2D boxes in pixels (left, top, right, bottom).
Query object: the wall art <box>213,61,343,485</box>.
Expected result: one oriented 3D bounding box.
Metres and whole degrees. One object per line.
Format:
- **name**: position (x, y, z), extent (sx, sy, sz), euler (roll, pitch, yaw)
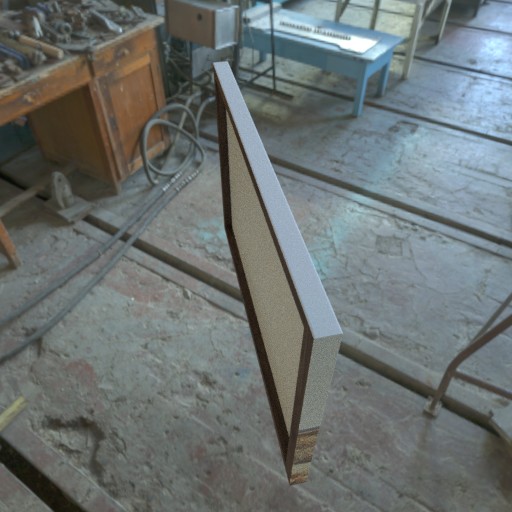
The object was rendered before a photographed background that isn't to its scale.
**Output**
- **wall art**: position (0.000, 0.000, 1.404), extent (0.051, 0.761, 1.138), euler (-9, 47, -9)
